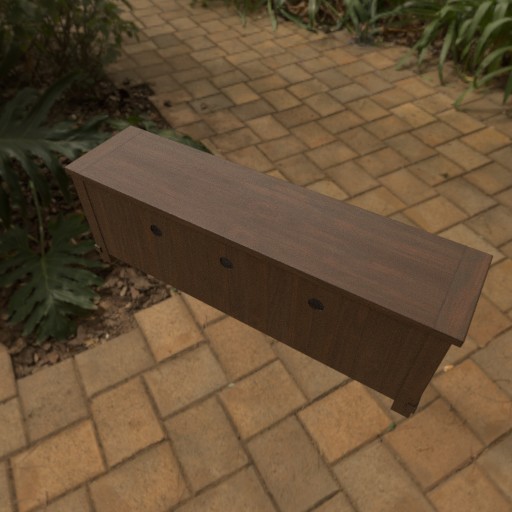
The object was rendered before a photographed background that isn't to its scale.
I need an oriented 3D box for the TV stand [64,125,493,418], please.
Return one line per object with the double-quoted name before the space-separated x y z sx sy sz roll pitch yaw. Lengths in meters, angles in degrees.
"TV stand" 0.000 0.000 2.129 1.866 0.615 0.471 24 50 21
